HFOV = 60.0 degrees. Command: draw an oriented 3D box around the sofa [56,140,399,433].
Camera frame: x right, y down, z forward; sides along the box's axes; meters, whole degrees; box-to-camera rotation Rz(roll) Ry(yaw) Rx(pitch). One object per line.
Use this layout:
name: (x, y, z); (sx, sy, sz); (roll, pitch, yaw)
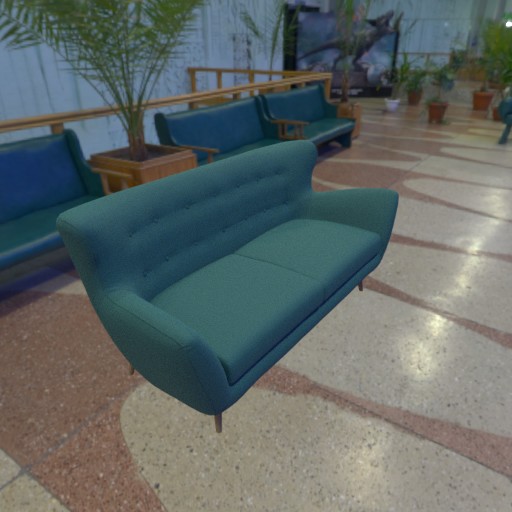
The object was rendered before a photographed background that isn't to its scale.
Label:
sofa: (0.000, 0.000, 2.393); (0.889, 0.890, 1.930); (18, 31, 32)
